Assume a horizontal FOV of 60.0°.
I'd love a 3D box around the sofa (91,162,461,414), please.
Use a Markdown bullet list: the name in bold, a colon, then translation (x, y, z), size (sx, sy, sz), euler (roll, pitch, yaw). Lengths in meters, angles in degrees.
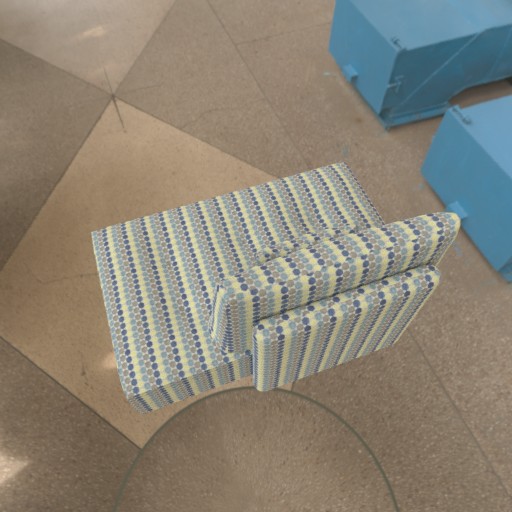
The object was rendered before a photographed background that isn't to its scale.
- **sofa**: translation (0.000, 0.000, 2.039), size (1.450, 0.820, 1.000), euler (-17, 59, -11)
